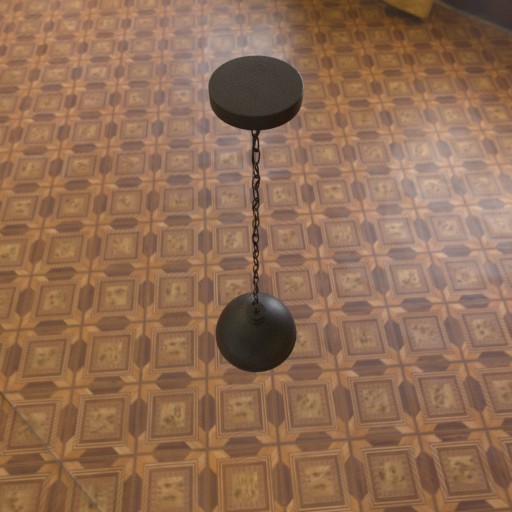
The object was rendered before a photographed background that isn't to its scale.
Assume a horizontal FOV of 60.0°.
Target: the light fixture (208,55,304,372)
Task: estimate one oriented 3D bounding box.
[{"bbox_3d":[0.000,0.000,1.205,0.304,1.090,0.304,-32,63,-18],"label":"light fixture"}]
